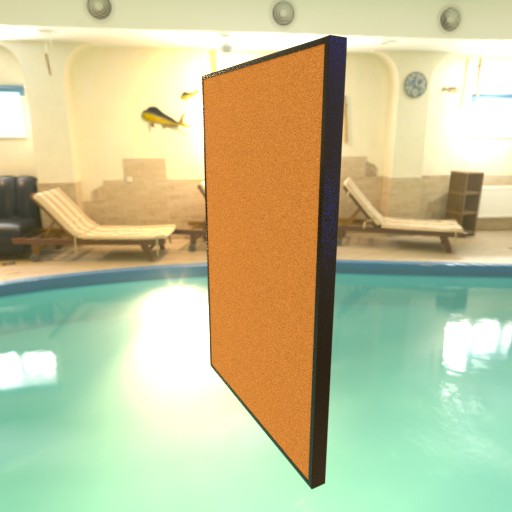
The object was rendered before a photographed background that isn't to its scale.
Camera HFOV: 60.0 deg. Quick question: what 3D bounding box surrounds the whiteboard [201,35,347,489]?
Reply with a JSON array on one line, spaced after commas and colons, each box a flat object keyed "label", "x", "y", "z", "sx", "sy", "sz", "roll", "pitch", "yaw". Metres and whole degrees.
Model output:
[{"label": "whiteboard", "x": 0.000, "y": 0.000, "z": 0.750, "sx": 0.026, "sy": 0.611, "sz": 0.406, "roll": -8, "pitch": 17, "yaw": -26}]
